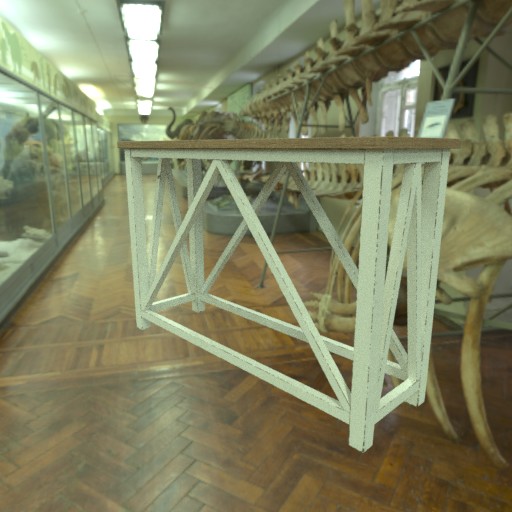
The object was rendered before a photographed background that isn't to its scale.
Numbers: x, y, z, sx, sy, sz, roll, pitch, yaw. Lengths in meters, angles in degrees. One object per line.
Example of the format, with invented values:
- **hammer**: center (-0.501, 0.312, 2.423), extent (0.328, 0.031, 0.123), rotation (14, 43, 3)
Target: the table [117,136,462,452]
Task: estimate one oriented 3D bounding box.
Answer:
- **table**: center (0.000, 0.000, 1.843), extent (0.450, 0.930, 1.400), rotation (-13, 19, -43)
